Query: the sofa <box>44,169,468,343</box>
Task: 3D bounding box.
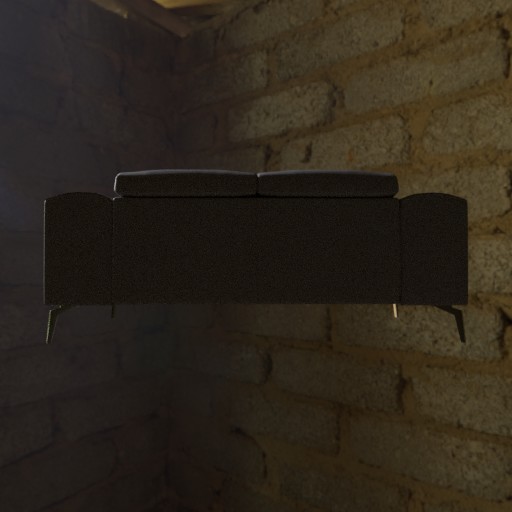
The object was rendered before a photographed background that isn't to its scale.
[{"bbox_3d":[0.000,0.000,2.429,1.895,0.779,1.003,0,-1,-1],"label":"sofa"}]
